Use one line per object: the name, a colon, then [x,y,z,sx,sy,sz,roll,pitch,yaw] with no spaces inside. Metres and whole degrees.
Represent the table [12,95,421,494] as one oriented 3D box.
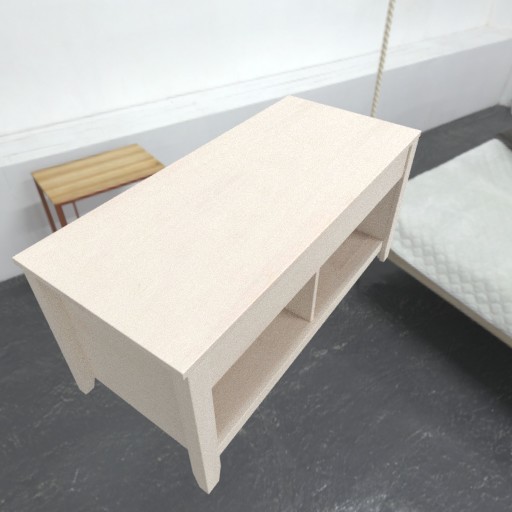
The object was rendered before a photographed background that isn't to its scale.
table: [0.000,0.000,1.242,0.457,0.483,1.016,25,47,26]
